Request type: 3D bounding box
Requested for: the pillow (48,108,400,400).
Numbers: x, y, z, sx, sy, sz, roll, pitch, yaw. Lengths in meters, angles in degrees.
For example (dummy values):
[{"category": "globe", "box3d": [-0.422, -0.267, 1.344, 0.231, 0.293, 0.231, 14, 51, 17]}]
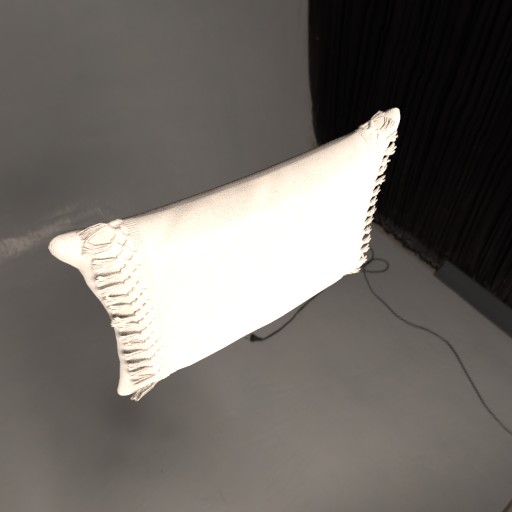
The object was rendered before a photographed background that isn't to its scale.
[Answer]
[{"category": "pillow", "box3d": [0.000, 0.000, 0.605, 0.466, 0.305, 0.084, -26, 51, -23]}]
